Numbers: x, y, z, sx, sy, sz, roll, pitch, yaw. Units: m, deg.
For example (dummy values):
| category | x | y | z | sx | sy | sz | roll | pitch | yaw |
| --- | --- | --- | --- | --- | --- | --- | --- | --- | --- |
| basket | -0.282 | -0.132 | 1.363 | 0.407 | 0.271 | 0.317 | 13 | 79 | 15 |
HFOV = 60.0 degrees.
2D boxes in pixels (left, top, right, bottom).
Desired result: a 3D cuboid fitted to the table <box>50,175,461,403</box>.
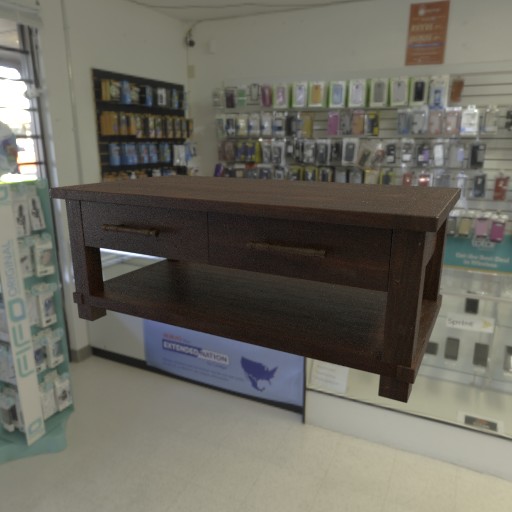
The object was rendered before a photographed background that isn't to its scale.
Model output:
| category | x | y | z | sx | sy | sz | roll | pitch | yaw |
| --- | --- | --- | --- | --- | --- | --- | --- | --- | --- |
| table | 0.000 | 0.000 | 1.613 | 1.270 | 0.494 | 0.700 | 8 | 17 | 27 |
